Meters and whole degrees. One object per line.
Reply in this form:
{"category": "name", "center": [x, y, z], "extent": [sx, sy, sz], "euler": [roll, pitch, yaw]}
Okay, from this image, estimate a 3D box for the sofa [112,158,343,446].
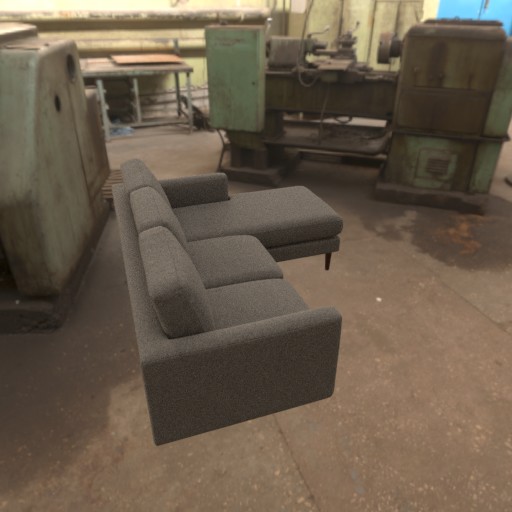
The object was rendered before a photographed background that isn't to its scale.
{"category": "sofa", "center": [0.000, 0.000, 2.927], "extent": [1.667, 0.957, 2.055], "euler": [-10, 32, -16]}
